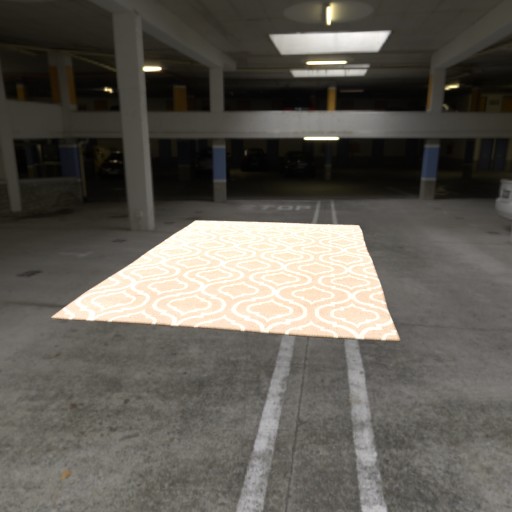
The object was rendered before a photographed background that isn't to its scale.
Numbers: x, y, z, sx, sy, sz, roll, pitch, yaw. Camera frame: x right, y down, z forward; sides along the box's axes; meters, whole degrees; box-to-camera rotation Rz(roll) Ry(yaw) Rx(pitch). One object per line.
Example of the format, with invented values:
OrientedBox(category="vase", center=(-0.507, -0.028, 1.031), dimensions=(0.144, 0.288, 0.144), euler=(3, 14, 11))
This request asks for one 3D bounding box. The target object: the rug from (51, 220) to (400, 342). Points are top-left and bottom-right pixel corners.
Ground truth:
OrientedBox(category="rug", center=(0.000, 0.000, 2.242), dimensions=(1.152, 0.013, 1.761), euler=(2, 16, 8))
